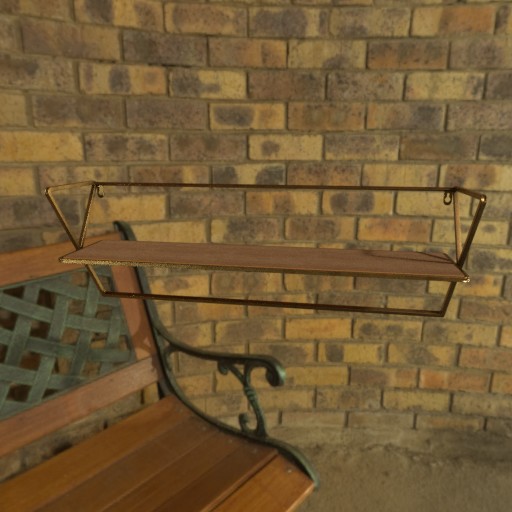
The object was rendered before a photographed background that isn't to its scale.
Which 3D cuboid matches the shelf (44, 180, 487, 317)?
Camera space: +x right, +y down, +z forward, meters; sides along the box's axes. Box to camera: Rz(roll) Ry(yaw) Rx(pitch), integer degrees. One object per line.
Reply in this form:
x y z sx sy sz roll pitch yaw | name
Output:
0.000 0.000 0.736 0.645 0.229 0.150 2 14 9 | shelf
